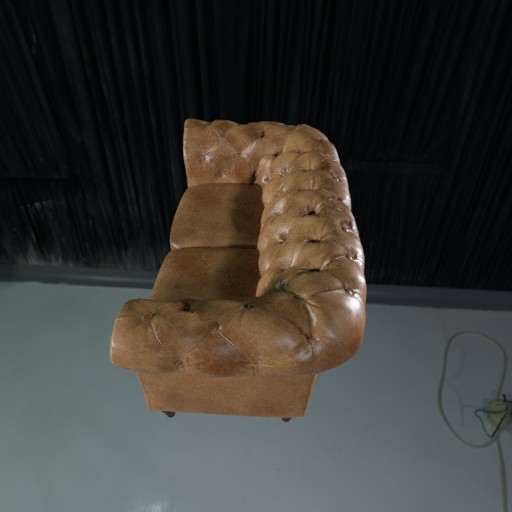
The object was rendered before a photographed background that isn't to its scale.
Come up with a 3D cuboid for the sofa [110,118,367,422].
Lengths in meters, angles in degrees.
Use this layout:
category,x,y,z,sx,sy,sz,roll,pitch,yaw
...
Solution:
category,x,y,z,sx,sy,sz,roll,pitch,yaw
sofa,0.000,0.000,2.532,1.042,0.877,1.979,1,41,2
